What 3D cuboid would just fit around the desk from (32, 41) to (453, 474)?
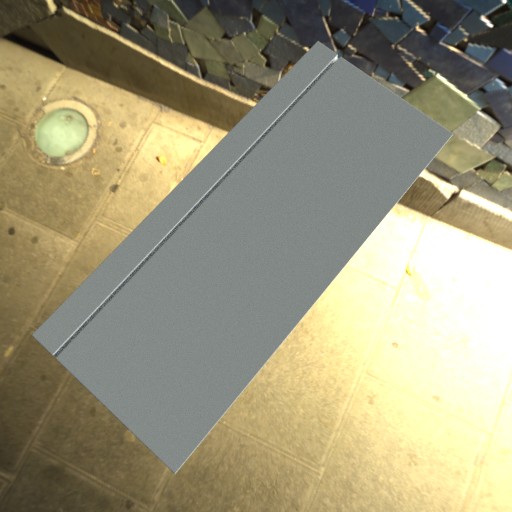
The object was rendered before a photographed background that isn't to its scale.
[{"bbox_3d":[0.000,0.000,1.981,0.670,0.760,1.580,39,78,10],"label":"desk"}]
